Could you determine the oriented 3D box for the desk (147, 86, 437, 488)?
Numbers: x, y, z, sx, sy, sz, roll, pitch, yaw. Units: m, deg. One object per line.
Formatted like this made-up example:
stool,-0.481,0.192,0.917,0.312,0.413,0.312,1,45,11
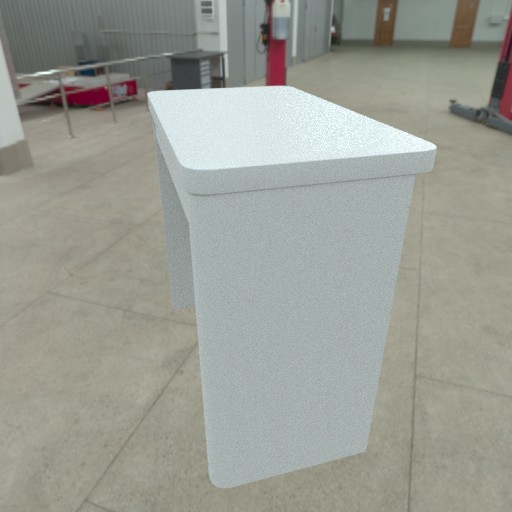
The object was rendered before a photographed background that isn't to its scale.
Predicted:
desk,0.000,0.000,1.211,0.446,0.760,0.790,-8,30,-14
